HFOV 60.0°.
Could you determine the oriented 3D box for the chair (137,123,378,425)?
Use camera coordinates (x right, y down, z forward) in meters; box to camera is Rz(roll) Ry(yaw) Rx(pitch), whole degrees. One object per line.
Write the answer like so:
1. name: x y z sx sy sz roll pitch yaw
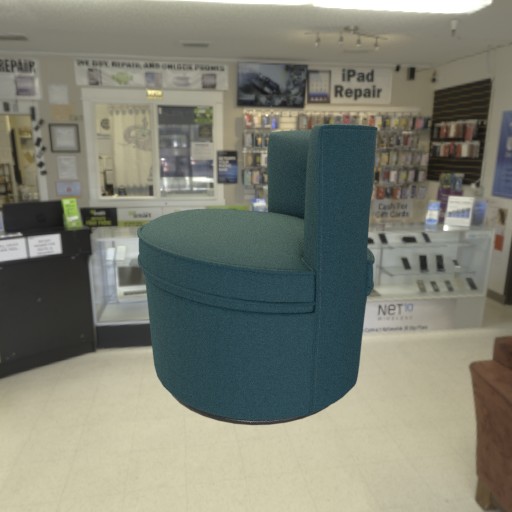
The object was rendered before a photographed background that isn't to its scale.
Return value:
1. chair: 0.000 0.000 1.275 0.660 0.711 0.684 -2 14 -7
